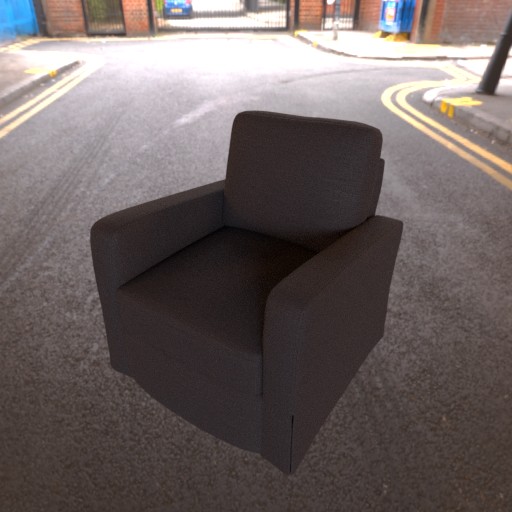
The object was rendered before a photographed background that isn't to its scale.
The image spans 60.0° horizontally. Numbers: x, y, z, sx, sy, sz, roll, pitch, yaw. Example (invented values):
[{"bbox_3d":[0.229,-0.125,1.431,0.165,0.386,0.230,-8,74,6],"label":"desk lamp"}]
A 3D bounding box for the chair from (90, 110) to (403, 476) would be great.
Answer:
[{"bbox_3d":[0.000,0.000,1.553,0.798,0.855,0.863,19,36,29],"label":"chair"}]
